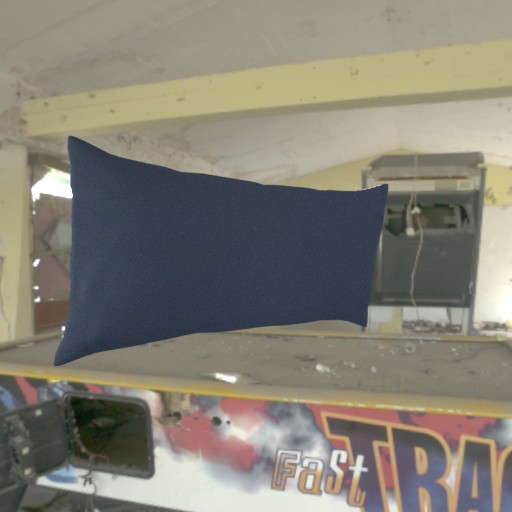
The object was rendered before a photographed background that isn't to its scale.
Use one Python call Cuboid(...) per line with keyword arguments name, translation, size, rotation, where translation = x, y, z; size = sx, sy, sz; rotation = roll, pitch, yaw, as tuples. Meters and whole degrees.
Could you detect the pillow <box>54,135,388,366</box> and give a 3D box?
Cuboid(name="pillow", translation=(0.000, 0.000, 0.731), size=(0.608, 0.292, 0.156), rotation=(0, -1, -36))
